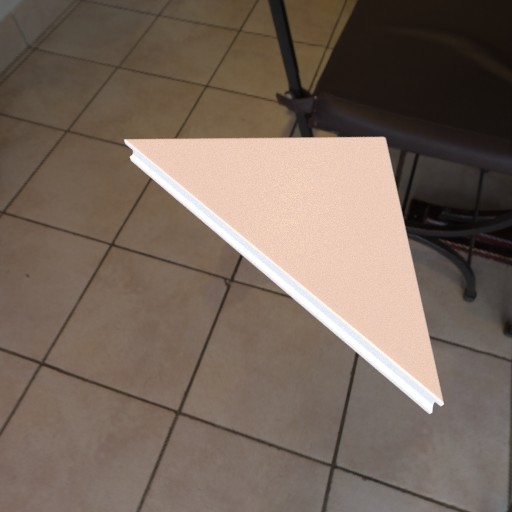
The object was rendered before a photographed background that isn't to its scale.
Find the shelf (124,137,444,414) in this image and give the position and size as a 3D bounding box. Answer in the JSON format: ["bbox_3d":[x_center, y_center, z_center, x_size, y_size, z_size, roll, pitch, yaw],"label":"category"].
[{"bbox_3d":[0.000,0.000,0.437,0.296,0.035,0.296,0,58,0],"label":"shelf"}]
